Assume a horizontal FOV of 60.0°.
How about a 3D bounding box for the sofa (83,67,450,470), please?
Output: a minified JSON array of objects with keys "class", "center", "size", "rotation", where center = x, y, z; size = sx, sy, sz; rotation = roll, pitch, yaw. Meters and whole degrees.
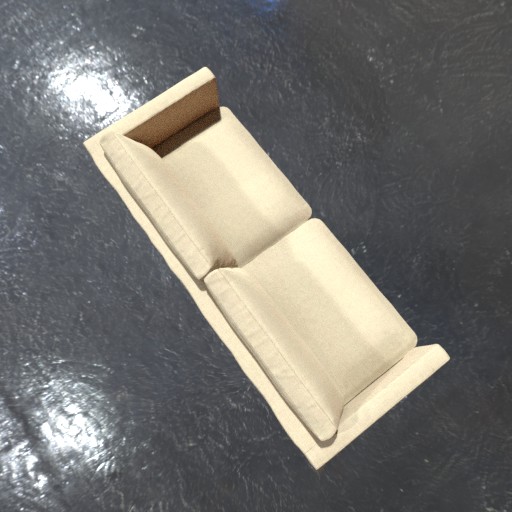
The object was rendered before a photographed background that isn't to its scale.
[{"class":"sofa","center":[0.000,0.000,2.799],"size":[0.962,0.853,2.312],"rotation":[-36,78,-9]}]
